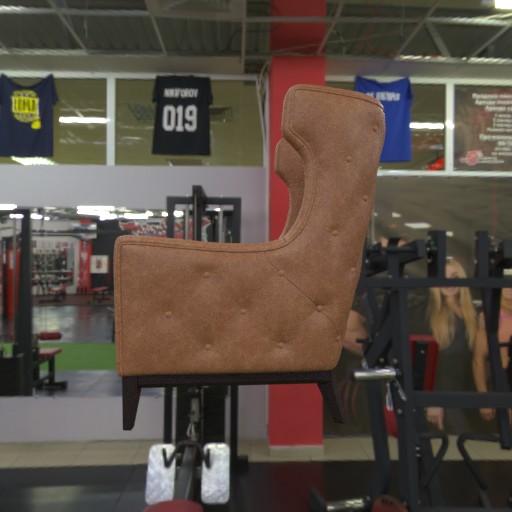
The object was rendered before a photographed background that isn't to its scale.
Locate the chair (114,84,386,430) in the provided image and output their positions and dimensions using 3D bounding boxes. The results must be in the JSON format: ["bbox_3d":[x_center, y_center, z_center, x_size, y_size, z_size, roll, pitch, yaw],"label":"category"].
[{"bbox_3d":[0.000,0.000,1.718,0.899,1.079,0.766,0,0,0],"label":"chair"}]
